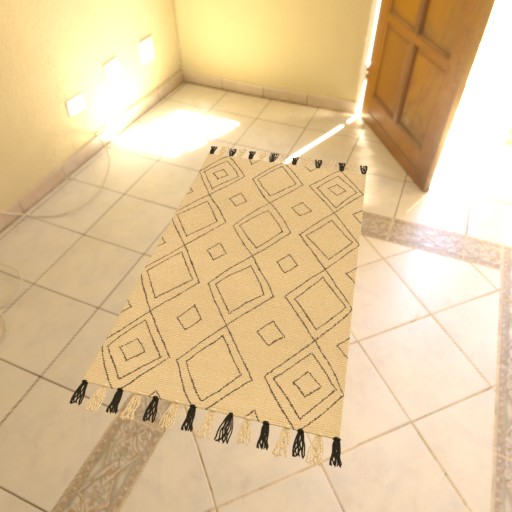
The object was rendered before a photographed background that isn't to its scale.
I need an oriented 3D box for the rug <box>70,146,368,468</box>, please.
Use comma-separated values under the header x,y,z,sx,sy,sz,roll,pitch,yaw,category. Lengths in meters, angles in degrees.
x,y,z,sx,sy,sz,roll,pitch,yaw,category
0.000,0.000,3.283,1.524,0.021,2.755,10,47,9,rug
